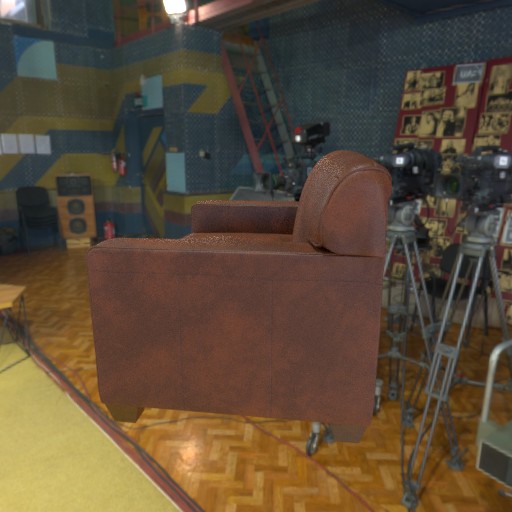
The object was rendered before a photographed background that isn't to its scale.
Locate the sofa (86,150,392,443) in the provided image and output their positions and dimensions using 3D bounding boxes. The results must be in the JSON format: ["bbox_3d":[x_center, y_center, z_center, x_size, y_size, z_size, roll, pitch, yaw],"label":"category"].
[{"bbox_3d":[0.000,0.000,2.061,1.000,0.956,1.413,2,14,8],"label":"sofa"}]
